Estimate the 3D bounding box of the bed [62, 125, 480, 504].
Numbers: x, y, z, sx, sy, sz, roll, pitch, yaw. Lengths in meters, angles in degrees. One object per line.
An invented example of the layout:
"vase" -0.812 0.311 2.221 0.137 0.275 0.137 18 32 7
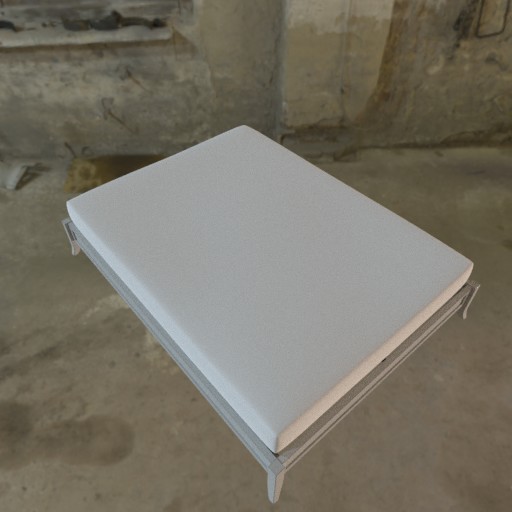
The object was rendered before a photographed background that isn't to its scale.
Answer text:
"bed" 0.000 0.000 2.742 1.604 0.510 2.108 -31 53 -27
